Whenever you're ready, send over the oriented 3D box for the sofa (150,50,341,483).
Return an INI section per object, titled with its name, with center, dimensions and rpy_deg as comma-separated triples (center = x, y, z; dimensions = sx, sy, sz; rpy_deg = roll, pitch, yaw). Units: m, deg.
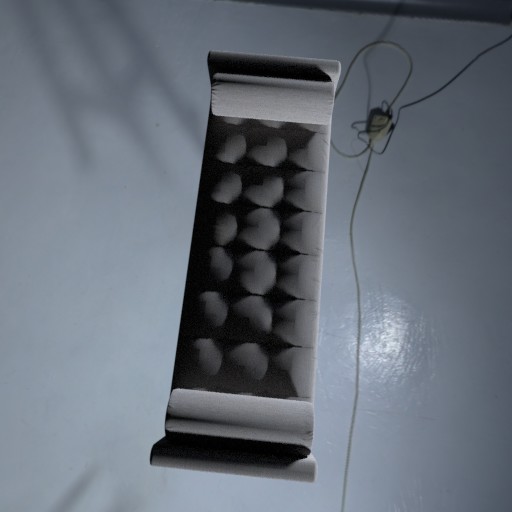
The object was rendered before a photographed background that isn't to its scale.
[sofa]
center = 0.000, 0.000, 2.311
dimensions = 0.686, 0.635, 1.981
rpy_deg = 5, 76, 1
